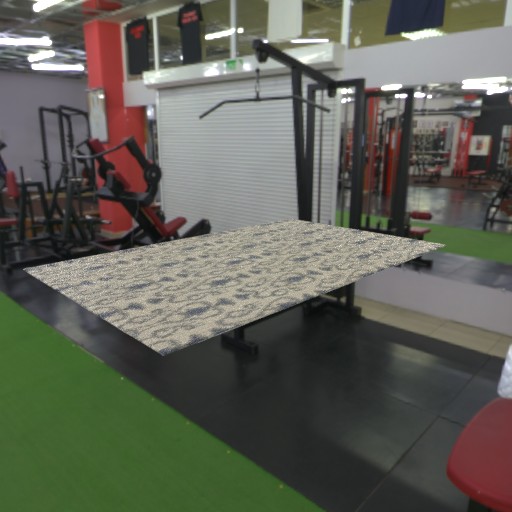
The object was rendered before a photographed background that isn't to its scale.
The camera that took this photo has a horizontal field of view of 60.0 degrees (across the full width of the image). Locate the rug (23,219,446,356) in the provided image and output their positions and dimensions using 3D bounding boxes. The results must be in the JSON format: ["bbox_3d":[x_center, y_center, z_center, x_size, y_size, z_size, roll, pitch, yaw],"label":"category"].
[{"bbox_3d":[0.000,0.000,2.009,1.652,0.006,1.035,-14,21,-43],"label":"rug"}]
